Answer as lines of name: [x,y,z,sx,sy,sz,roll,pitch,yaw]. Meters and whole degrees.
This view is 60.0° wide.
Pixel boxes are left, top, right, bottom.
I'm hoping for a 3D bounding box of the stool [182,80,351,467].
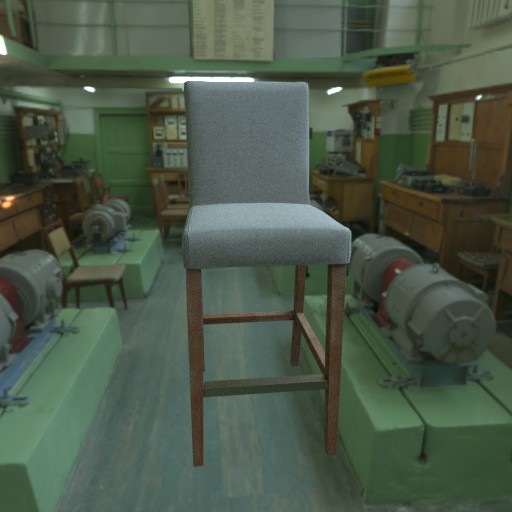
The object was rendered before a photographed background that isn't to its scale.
stool: [0.000,0.000,1.405,0.439,1.088,0.570,-2,16,-6]
